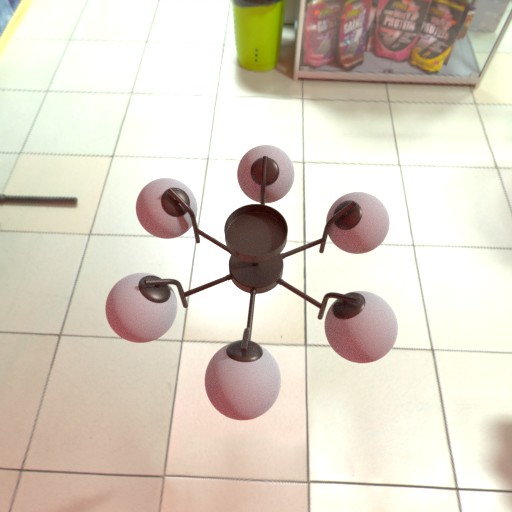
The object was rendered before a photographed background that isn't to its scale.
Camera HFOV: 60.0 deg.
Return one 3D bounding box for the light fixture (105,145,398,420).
[{"bbox_3d":[0.000,0.000,0.950,0.662,0.201,0.662,0,58,0],"label":"light fixture"}]
